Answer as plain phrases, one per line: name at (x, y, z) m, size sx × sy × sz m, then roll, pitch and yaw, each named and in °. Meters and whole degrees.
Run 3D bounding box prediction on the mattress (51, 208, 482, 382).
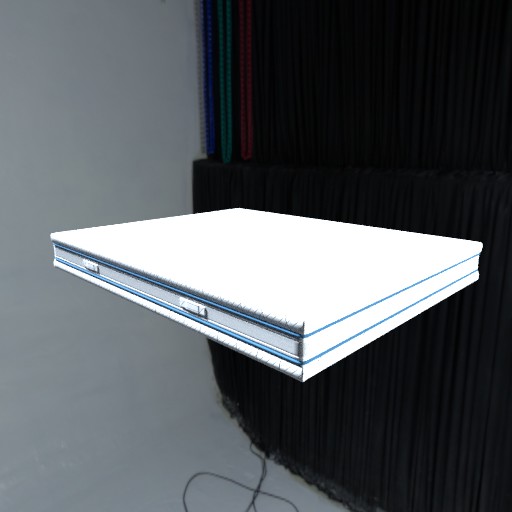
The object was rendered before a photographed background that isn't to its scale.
mattress at (0.000, 0.000, 2.637) m, size 2.000 × 0.230 × 1.600 m, roll 13°, pitch 19°, yaw 43°
